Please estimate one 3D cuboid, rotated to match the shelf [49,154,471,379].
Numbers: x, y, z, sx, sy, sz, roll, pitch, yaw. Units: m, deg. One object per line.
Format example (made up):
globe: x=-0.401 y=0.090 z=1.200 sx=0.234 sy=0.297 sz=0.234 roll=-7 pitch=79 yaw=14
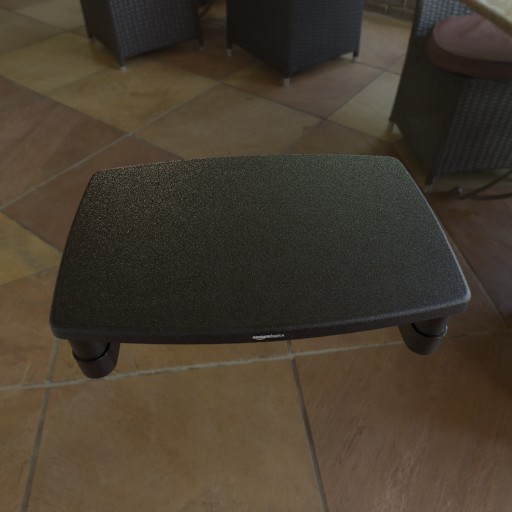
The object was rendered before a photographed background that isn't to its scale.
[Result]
shelf: x=0.000 y=0.000 z=0.521 sx=0.410 sy=0.100 sz=0.280 roll=-3 pitch=46 yaw=-3
